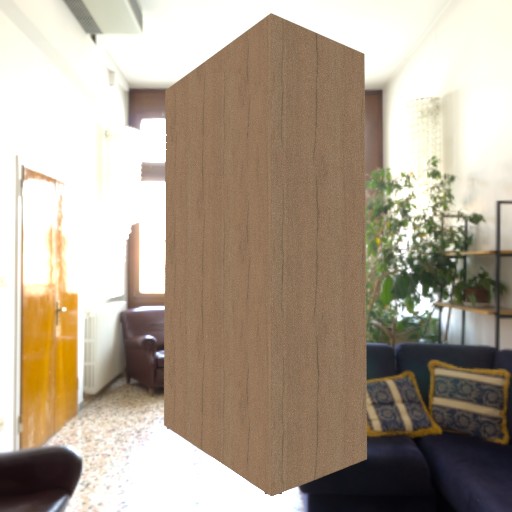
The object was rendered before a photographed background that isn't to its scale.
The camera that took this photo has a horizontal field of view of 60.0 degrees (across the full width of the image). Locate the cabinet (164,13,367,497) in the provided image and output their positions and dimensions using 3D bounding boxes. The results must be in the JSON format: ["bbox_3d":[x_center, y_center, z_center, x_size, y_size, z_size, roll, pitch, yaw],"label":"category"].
[{"bbox_3d":[0.000,0.000,2.325,0.580,1.930,0.980,1,-2,-37],"label":"cabinet"}]
